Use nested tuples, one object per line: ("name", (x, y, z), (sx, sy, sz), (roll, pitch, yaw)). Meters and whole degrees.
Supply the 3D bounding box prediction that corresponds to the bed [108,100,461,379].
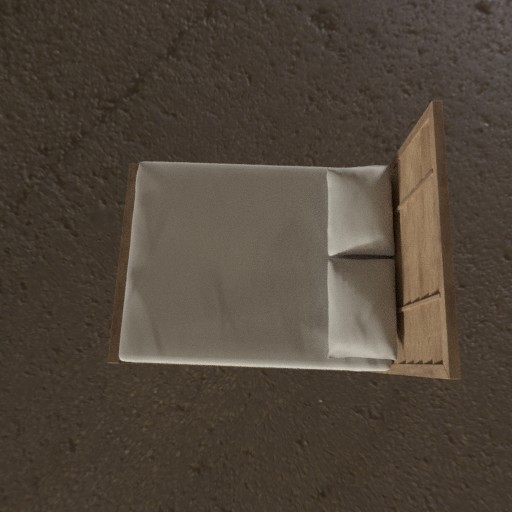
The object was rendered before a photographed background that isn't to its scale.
("bed", (0.000, 0.000, 3.285), (2.197, 1.626, 1.626), (2, 77, 0))
